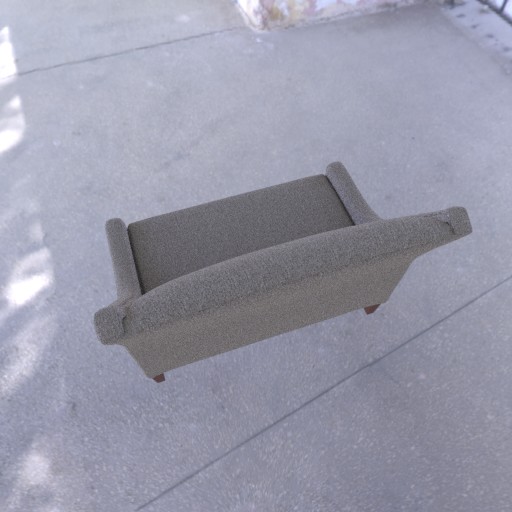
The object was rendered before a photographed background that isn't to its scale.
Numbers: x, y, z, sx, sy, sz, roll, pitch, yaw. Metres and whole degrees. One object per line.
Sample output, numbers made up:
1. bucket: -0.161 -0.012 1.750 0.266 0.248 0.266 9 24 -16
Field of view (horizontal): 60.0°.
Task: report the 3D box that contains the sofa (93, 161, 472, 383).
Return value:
1. sofa: 0.000 0.000 1.952 1.242 1.026 0.862 -16 58 -10
